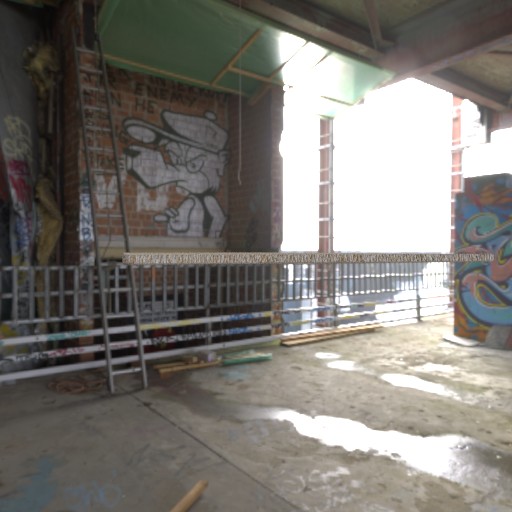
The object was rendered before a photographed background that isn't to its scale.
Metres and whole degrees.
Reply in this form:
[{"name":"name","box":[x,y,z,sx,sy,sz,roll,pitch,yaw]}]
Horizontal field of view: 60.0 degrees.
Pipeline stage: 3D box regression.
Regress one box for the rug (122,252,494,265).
[{"name":"rug","box":[0.000,0.000,2.074,1.200,0.027,1.600,0,1,-17]}]
